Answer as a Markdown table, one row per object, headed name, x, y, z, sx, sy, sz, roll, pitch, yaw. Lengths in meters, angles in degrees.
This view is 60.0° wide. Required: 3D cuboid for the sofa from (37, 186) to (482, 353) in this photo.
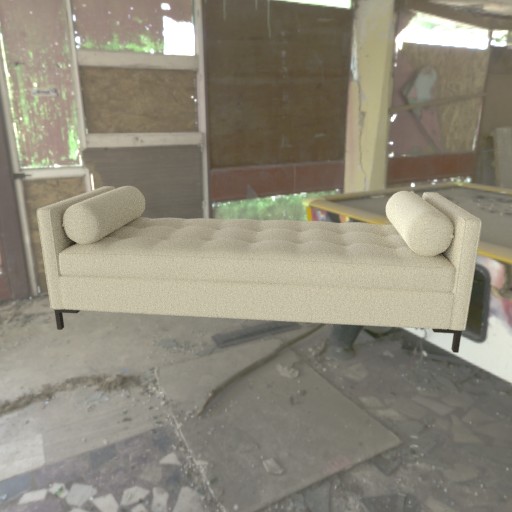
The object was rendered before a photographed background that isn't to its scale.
| name | x | y | z | sx | sy | sz | roll | pitch | yaw |
| --- | --- | --- | --- | --- | --- | --- | --- | --- | --- |
| sofa | 0.000 | 0.000 | 2.367 | 1.985 | 0.641 | 0.746 | 2 | 18 | 6 |
